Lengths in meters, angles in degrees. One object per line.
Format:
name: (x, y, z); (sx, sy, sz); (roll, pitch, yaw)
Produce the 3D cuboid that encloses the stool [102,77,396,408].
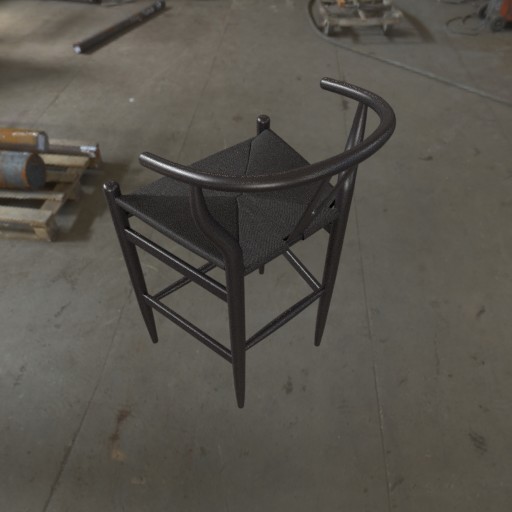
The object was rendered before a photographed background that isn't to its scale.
stool: (0.000, 0.000, 1.282); (0.569, 0.970, 0.579); (-32, 54, -27)
